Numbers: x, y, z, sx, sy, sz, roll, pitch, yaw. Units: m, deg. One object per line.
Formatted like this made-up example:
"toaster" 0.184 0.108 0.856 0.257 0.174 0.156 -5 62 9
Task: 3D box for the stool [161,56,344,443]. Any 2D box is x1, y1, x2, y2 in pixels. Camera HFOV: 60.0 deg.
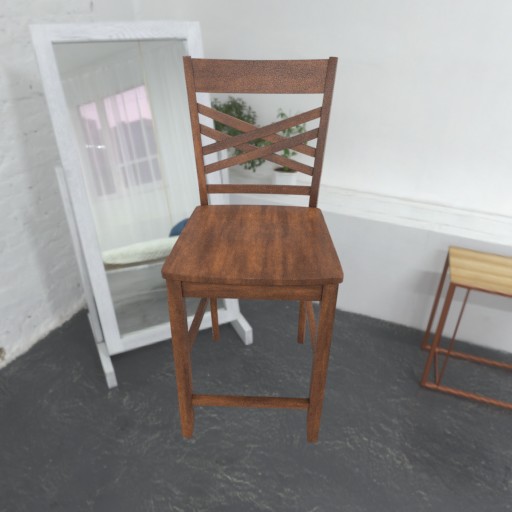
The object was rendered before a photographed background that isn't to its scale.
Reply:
"stool" 0.000 0.000 1.373 0.462 1.079 0.539 1 31 2
